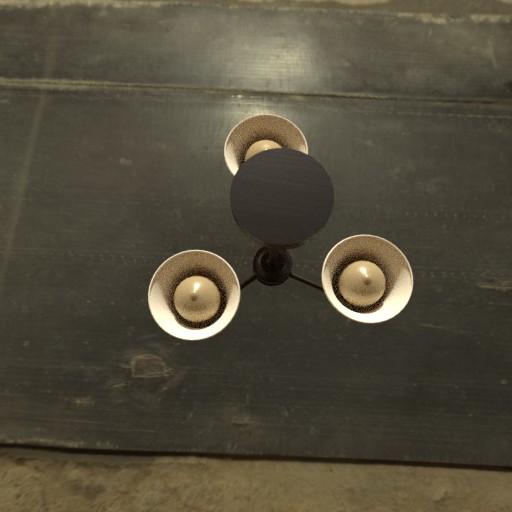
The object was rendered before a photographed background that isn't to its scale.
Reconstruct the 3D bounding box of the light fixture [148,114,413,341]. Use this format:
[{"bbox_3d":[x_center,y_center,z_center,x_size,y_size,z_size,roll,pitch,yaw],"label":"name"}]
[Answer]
[{"bbox_3d":[0.000,0.000,0.682,0.354,0.370,0.388,-34,77,-9],"label":"light fixture"}]
